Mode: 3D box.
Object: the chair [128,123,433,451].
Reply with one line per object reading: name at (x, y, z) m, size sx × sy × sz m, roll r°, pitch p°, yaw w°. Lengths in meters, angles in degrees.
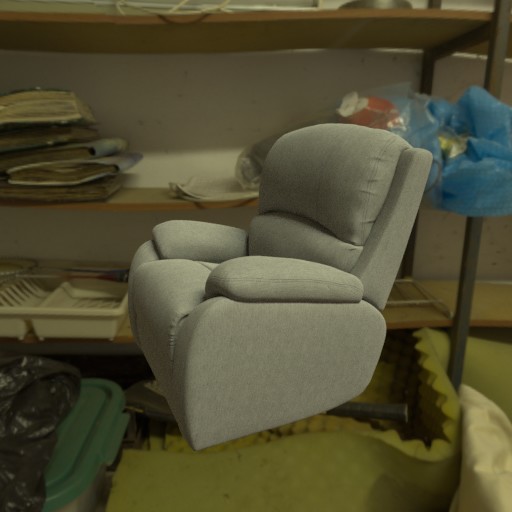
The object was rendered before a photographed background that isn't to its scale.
chair at (0.000, 0.000, 1.744) m, size 0.899 × 1.011 × 0.930 m, roll -7°, pitch 16°, yaw -25°
